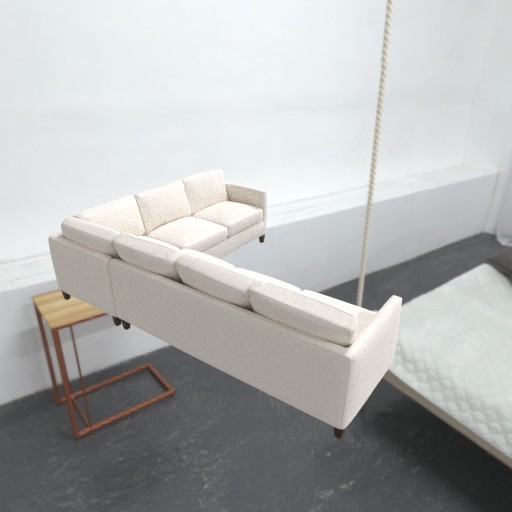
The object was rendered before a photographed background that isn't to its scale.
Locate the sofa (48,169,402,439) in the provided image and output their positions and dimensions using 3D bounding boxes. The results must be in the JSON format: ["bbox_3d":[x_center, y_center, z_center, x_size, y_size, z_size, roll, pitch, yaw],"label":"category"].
[{"bbox_3d":[0.000,0.000,4.564,3.302,0.947,2.593,17,30,32],"label":"sofa"}]
